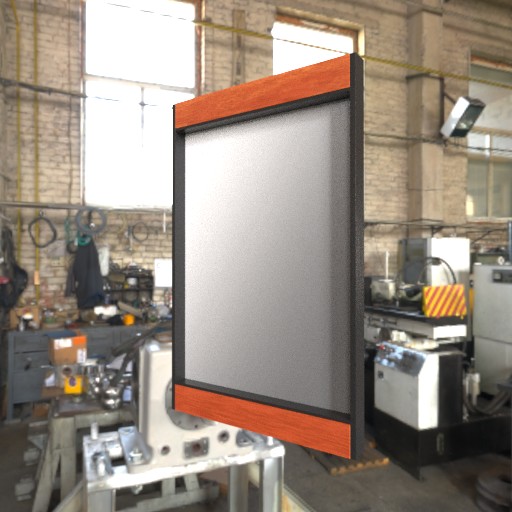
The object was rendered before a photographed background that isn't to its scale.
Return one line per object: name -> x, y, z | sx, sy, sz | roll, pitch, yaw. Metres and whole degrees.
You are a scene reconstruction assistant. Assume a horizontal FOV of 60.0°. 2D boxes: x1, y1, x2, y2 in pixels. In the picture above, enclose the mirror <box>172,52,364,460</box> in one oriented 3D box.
mirror -> 0.000, 0.000, 1.063 | 0.525, 0.823, 0.047 | 0, 0, 35
